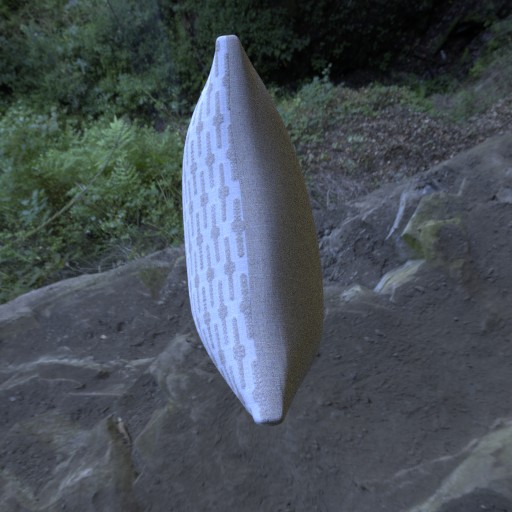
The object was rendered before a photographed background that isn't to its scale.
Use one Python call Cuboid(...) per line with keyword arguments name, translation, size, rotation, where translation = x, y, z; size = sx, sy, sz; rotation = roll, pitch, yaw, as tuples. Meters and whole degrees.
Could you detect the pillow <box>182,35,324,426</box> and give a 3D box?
Cuboid(name="pillow", translation=(0.000, 0.000, 0.766), size=(0.219, 0.491, 0.496), rotation=(-6, 76, -2))
